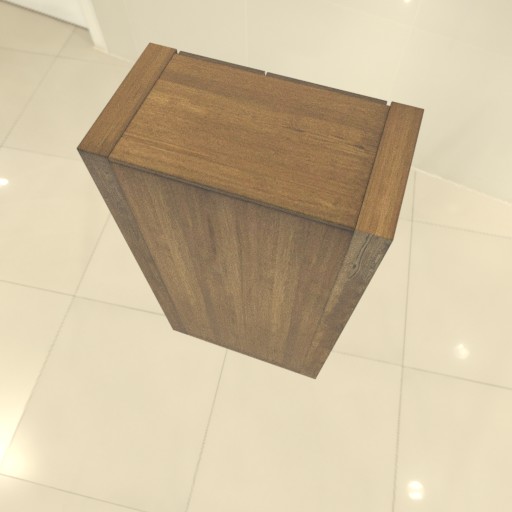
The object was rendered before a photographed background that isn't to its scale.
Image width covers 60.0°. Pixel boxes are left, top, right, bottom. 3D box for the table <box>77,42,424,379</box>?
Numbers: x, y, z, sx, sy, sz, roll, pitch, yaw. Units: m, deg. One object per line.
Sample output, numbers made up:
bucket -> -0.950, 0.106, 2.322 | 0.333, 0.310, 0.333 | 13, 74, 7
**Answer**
table -> 0.000, 0.000, 2.457 | 1.100, 2.000, 0.600 | 17, 64, 9
